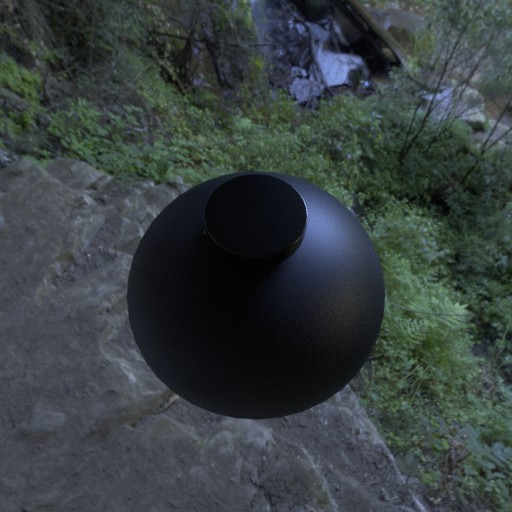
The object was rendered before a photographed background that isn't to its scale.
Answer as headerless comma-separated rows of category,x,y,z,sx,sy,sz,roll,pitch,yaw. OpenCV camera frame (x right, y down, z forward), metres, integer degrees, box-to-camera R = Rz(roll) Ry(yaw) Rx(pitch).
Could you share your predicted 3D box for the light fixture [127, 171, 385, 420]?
light fixture,0.000,0.000,0.553,0.355,0.177,0.355,0,58,0
